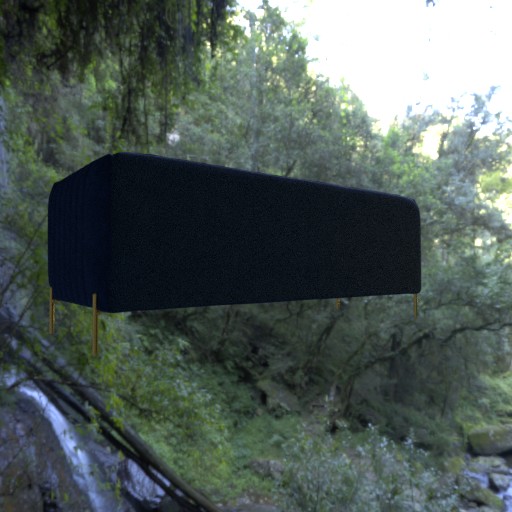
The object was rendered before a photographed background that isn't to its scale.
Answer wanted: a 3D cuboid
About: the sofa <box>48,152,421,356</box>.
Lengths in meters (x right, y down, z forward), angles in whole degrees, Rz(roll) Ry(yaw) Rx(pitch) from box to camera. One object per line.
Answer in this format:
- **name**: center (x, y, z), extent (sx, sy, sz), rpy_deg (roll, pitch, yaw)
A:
- **sofa**: center (0.000, 0.000, 2.610), extent (2.136, 0.793, 0.896), rpy_deg (1, -2, -37)
